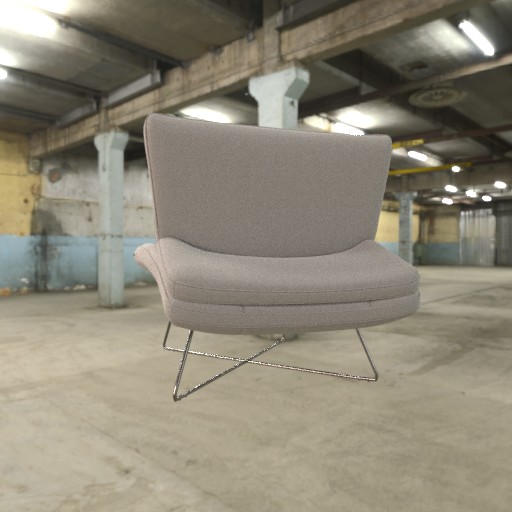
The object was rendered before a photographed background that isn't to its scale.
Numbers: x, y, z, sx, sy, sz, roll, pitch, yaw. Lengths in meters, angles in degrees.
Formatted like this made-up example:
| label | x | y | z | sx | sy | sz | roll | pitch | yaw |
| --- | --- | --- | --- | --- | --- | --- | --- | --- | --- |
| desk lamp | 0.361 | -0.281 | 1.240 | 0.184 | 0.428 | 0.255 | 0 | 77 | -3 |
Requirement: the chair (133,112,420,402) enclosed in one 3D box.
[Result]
| label | x | y | z | sx | sy | sz | roll | pitch | yaw |
| --- | --- | --- | --- | --- | --- | --- | --- | --- | --- |
| chair | 0.000 | 0.000 | 1.664 | 0.859 | 0.855 | 1.008 | 0 | 0 | -18 |
